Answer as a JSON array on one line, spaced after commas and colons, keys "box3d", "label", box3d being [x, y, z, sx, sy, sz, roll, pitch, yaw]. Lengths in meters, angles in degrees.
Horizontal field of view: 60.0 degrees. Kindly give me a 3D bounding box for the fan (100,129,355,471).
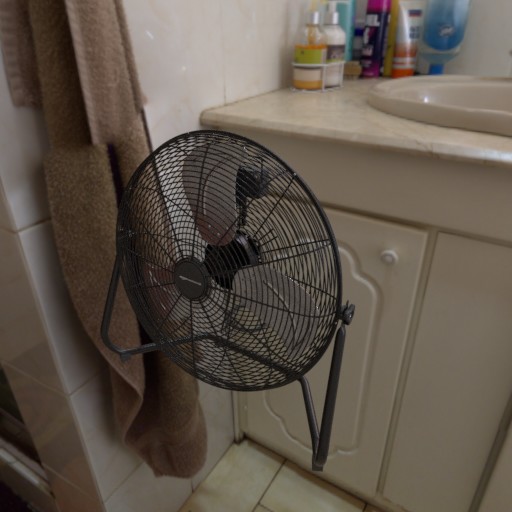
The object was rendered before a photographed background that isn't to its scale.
[{"box3d": [0.000, 0.000, 0.912, 0.555, 0.546, 0.424, 18, 34, 29], "label": "fan"}]
